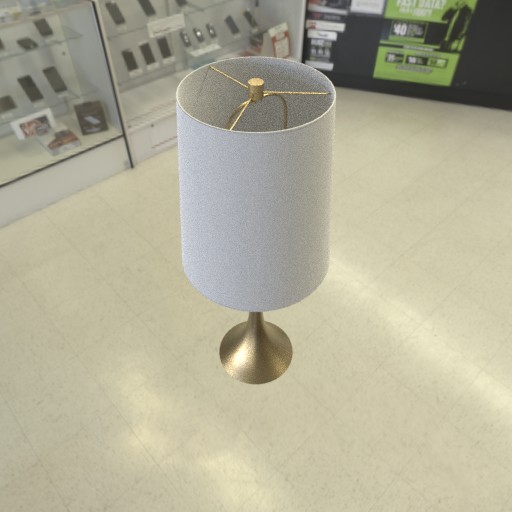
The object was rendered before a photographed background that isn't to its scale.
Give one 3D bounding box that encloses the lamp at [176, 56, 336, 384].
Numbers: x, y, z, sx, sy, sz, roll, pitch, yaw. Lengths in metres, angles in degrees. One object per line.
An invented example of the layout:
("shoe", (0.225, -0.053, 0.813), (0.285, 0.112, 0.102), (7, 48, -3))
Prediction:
("lamp", (0.000, 0.000, 0.703), (0.231, 0.569, 0.231), (0, 47, 0))
